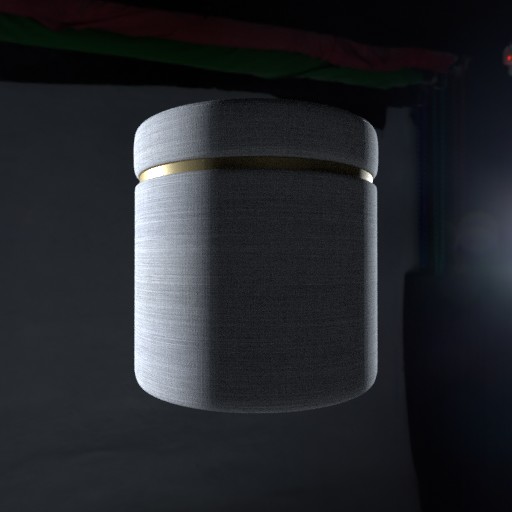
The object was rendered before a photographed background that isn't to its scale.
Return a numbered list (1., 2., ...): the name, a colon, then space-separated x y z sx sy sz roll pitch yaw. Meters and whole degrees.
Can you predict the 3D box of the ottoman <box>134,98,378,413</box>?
1. ottoman: 0.000 0.000 0.751 0.400 0.406 0.400 0 -1 0
